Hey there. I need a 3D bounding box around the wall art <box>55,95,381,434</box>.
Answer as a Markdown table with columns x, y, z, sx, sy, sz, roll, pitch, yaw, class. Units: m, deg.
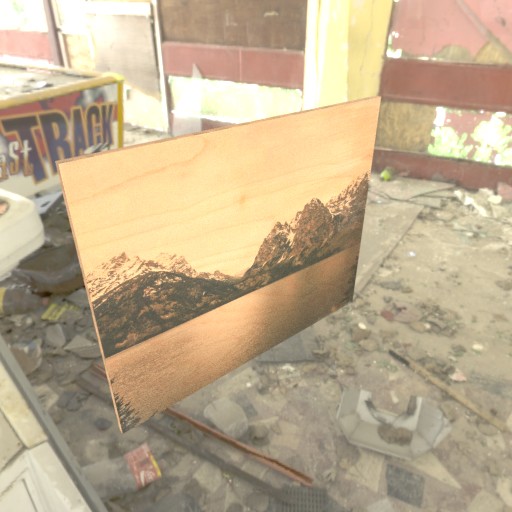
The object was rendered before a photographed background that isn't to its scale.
| x | y | z | sx | sy | sz | roll | pitch | yaw | class |
| --- | --- | --- | --- | --- | --- | --- | --- | --- | --- |
| 0.000 | 0.000 | 0.680 | 0.508 | 0.408 | 0.010 | -23 | 38 | -33 | wall art |
